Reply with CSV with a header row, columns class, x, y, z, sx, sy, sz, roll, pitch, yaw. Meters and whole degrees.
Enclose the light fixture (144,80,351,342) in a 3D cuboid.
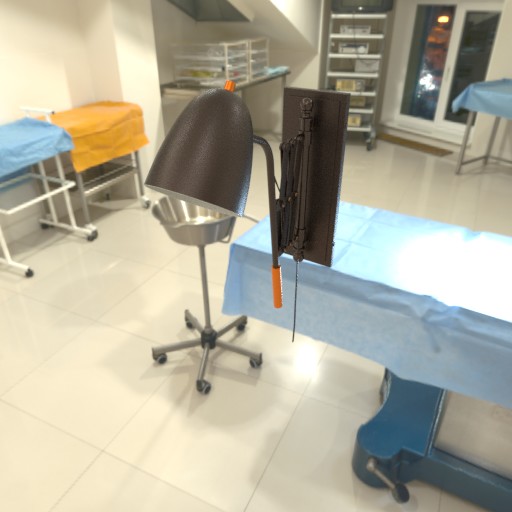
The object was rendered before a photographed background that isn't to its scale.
class,x,y,z,sx,sy,sz,roll,pitch,yaw
light fixture,0.000,0.000,0.932,0.162,0.715,0.499,18,35,28
